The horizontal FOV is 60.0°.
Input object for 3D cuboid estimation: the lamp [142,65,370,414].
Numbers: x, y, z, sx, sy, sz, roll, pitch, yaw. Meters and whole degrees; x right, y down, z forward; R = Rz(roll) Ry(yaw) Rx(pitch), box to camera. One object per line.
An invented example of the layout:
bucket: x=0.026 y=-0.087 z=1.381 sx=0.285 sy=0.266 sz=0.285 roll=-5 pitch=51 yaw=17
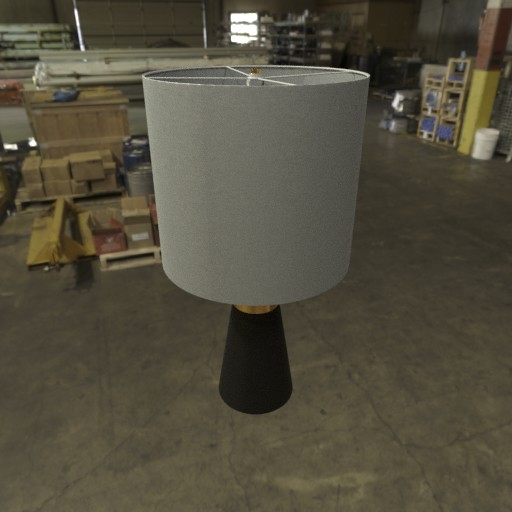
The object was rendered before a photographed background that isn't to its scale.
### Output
lamp: x=0.000 y=0.000 z=0.743 sx=0.308 sy=0.580 sz=0.308 roll=-9 pitch=28 yaw=-17
